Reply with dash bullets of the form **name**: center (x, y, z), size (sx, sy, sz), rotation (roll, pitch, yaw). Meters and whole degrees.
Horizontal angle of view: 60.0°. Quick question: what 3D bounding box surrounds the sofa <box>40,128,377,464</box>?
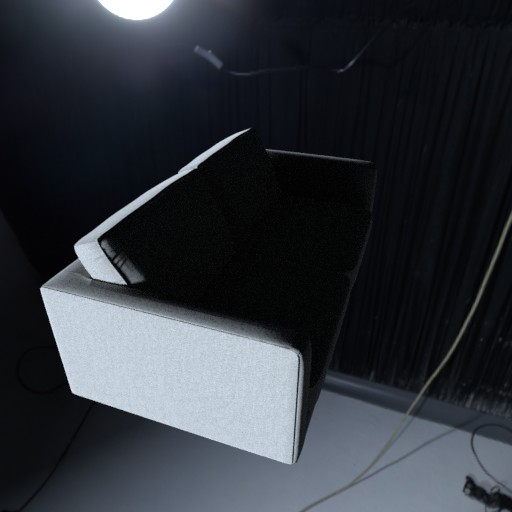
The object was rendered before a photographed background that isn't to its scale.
- **sofa**: center (0.000, 0.000, 2.243), size (1.000, 0.900, 1.731), rotation (11, 33, 17)
